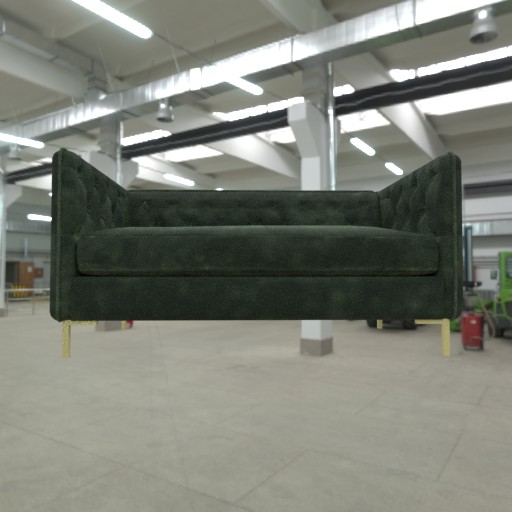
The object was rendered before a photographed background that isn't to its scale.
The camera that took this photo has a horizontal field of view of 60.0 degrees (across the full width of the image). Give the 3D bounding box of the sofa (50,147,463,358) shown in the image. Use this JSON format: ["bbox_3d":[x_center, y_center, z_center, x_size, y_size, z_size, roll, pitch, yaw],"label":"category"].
[{"bbox_3d":[0.000,0.000,2.041,1.537,0.768,0.895,0,-2,-2],"label":"sofa"}]
